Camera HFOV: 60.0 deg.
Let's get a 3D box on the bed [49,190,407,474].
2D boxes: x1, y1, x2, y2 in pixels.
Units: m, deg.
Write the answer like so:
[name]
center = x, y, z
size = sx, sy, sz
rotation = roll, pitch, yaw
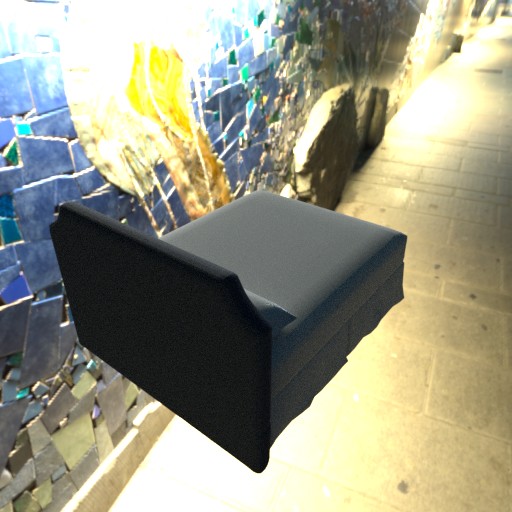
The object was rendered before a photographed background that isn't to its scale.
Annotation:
[bed]
center = 0.000, 0.000, 3.476
size = 1.831, 1.297, 2.260
rotation = 22, 37, 32
